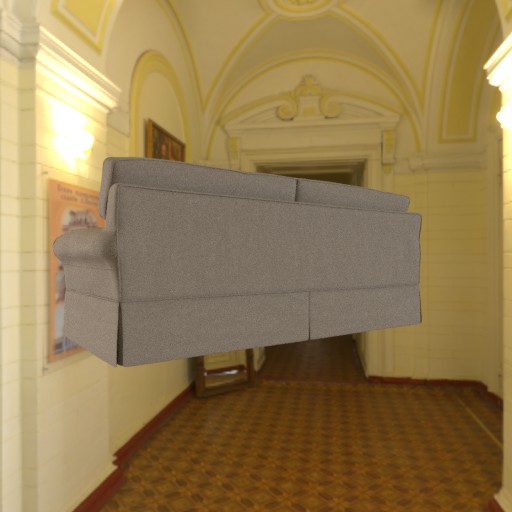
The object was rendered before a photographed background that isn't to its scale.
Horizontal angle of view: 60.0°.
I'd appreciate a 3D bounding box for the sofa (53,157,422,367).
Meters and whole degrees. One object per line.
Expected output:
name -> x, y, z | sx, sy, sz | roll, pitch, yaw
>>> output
sofa -> 0.000, 0.000, 2.830 | 2.248, 0.943, 0.991 | 0, 0, -36
